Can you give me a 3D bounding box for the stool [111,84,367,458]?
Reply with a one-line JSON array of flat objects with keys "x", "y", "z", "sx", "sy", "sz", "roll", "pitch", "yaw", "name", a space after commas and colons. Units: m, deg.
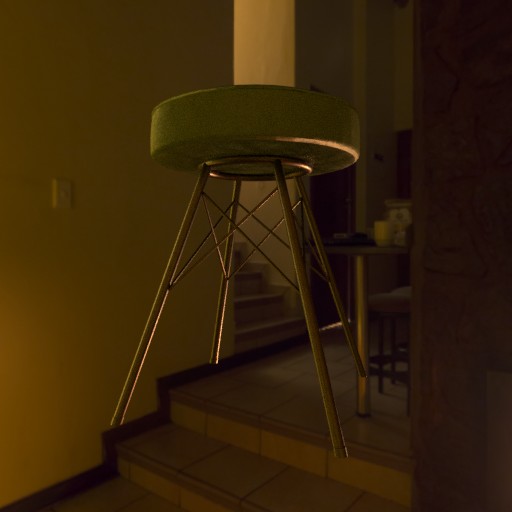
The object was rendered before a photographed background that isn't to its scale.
[{"x": 0.000, "y": 0.000, "z": 0.937, "sx": 0.430, "sy": 0.595, "sz": 0.457, "roll": 0, "pitch": 1, "yaw": 18, "name": "stool"}]
